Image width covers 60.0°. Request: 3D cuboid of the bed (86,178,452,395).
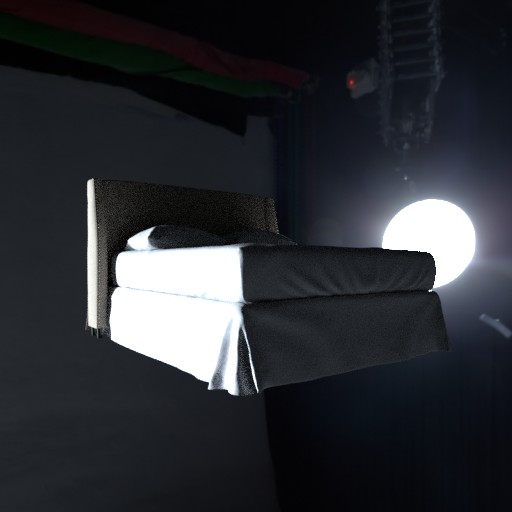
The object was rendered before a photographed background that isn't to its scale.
[{"bbox_3d":[0.000,0.000,3.390,1.925,1.332,2.276,1,-1,-36],"label":"bed"}]
